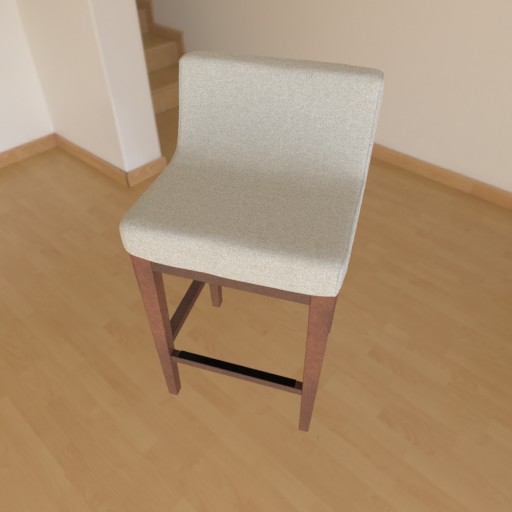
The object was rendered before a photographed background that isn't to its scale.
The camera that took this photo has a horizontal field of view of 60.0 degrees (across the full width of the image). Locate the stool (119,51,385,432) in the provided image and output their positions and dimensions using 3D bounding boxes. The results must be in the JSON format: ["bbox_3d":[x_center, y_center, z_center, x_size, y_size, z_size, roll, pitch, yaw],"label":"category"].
[{"bbox_3d":[0.000,0.000,1.240,0.511,0.937,0.500,11,43,12],"label":"stool"}]
